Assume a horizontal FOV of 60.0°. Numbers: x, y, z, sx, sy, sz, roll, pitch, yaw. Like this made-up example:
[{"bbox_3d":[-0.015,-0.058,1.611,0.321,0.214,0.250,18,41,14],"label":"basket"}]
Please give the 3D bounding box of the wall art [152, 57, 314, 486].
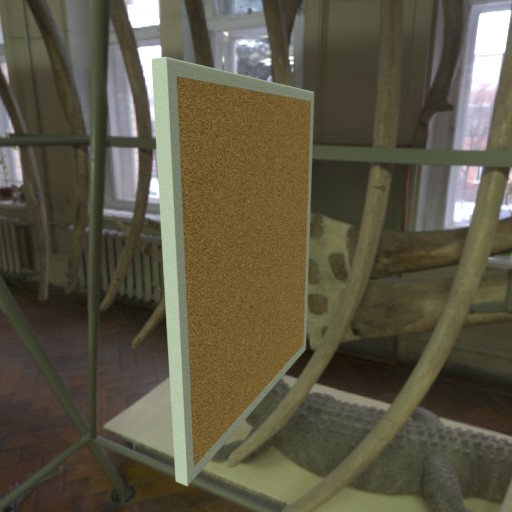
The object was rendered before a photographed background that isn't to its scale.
[{"bbox_3d":[0.000,0.000,0.722,0.020,0.536,0.444,8,17,26],"label":"wall art"}]
